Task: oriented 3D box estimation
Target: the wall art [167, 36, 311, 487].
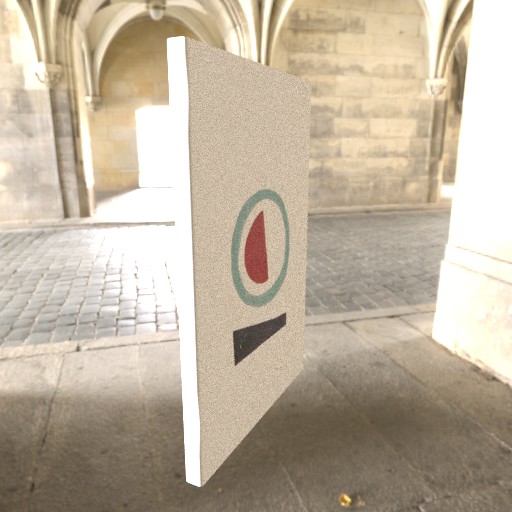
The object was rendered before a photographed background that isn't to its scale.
[{"bbox_3d":[0.000,0.000,1.123,0.048,0.902,0.602,7,15,27],"label":"wall art"}]
